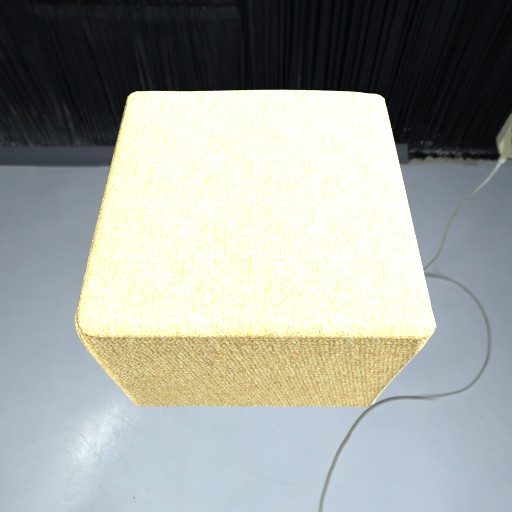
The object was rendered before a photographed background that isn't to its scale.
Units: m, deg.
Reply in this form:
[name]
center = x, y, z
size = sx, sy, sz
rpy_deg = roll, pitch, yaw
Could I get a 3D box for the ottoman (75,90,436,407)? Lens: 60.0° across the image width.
[ottoman]
center = 0.000, 0.000, 0.887
size = 0.505, 0.441, 0.512
rpy_deg = 0, 58, 0
